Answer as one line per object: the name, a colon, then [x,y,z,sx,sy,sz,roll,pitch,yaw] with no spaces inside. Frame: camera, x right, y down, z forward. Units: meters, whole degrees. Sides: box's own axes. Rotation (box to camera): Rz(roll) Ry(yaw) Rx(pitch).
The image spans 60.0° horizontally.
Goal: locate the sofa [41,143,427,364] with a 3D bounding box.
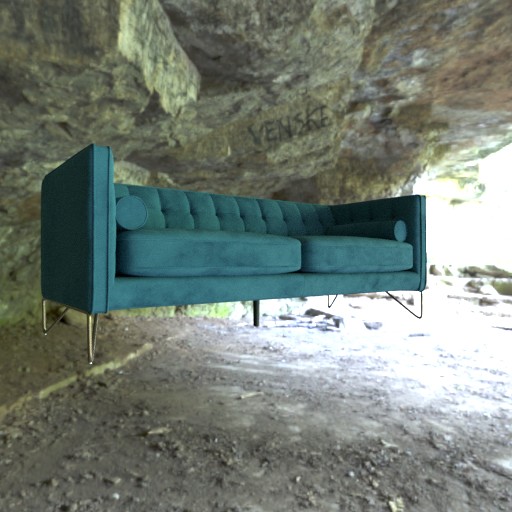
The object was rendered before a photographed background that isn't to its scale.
sofa: [0.000,0.000,2.492,2.087,0.789,0.867,1,-1,-37]
